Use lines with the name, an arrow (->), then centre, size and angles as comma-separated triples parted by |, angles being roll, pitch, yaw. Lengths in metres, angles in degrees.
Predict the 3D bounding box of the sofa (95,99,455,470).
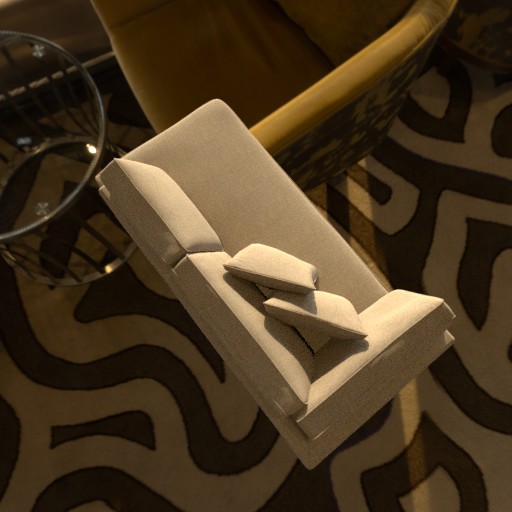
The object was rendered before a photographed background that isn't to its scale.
sofa -> 0.000, 0.000, 2.846 | 1.110, 1.019, 2.238 | -37, 78, -9
